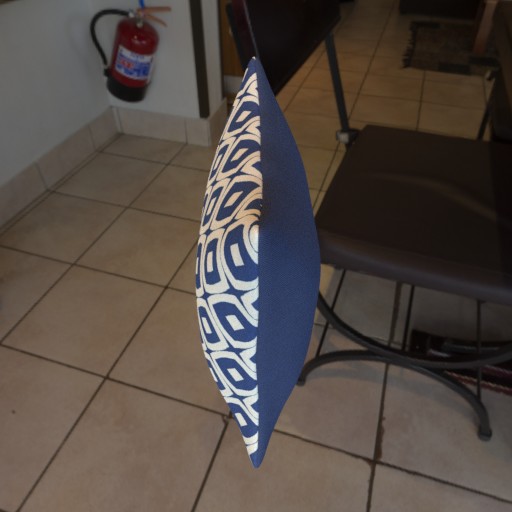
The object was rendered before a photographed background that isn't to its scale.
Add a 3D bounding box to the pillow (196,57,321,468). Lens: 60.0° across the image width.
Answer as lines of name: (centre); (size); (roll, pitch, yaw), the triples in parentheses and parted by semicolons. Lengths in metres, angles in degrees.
pillow: (0.000, 0.000, 0.748); (0.188, 0.494, 0.504); (0, 41, 0)
